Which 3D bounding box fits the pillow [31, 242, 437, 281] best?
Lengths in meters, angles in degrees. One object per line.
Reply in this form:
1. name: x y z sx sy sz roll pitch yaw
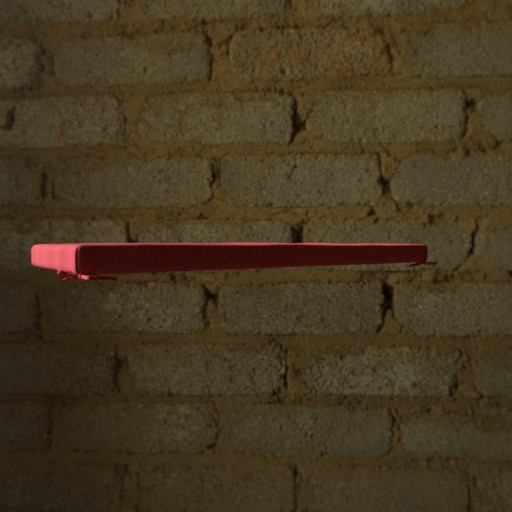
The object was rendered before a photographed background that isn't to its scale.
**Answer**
1. pillow: 0.000 0.000 1.328 1.187 0.081 0.492 -1 2 -36
